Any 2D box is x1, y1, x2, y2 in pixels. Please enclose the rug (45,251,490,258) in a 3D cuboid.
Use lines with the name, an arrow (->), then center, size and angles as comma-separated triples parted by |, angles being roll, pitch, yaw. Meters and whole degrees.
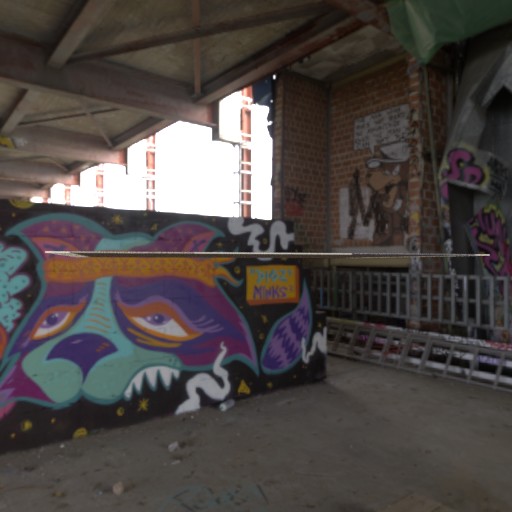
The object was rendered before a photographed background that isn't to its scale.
rug -> 0.000, 0.000, 2.292 | 1.828, 0.005, 1.220 | 0, -1, -17
